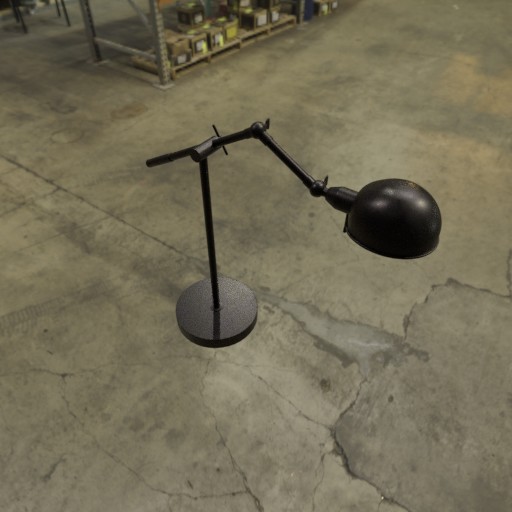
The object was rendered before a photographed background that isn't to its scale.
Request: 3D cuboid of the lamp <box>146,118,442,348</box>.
[{"bbox_3d":[0.000,0.000,0.810,0.567,0.495,0.185,26,49,25],"label":"lamp"}]
